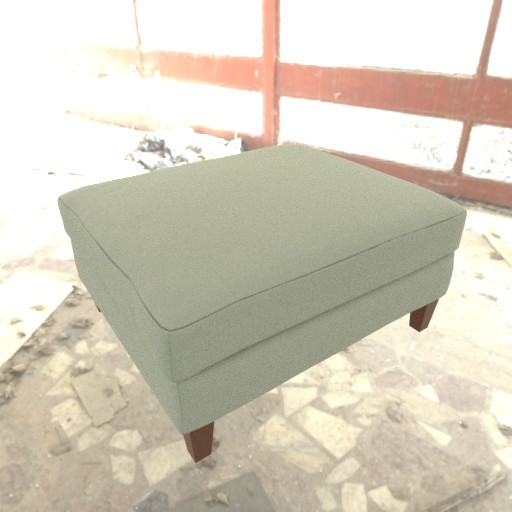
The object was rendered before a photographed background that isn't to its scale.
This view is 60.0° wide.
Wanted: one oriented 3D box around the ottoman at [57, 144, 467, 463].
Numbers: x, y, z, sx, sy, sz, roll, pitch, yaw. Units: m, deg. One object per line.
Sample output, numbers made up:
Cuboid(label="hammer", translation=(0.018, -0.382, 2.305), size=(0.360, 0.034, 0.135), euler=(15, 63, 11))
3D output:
Cuboid(label="ottoman", translation=(0.000, 0.000, 1.443), size=(0.991, 0.494, 0.842), euler=(-19, 35, -30))
